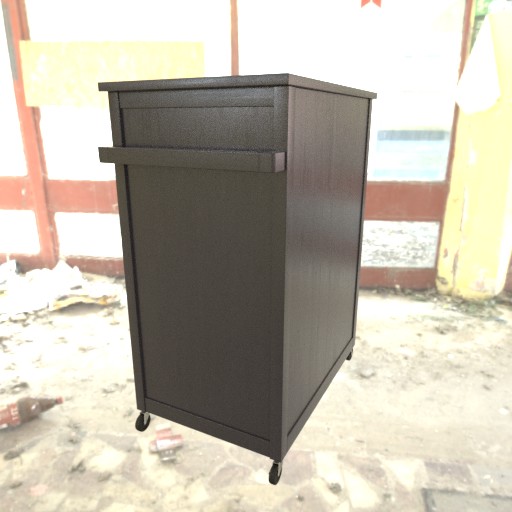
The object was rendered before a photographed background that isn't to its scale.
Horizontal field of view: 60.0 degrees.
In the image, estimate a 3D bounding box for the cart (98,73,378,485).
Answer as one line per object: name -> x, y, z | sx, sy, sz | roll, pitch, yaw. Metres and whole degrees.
cart -> 0.000, 0.000, 1.237 | 0.449, 0.878, 0.690 | 9, 19, 26
